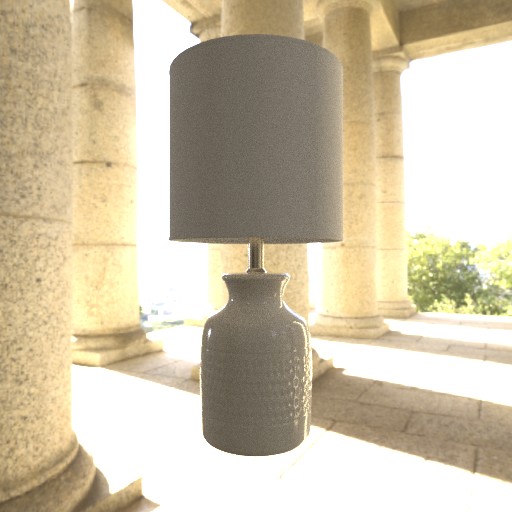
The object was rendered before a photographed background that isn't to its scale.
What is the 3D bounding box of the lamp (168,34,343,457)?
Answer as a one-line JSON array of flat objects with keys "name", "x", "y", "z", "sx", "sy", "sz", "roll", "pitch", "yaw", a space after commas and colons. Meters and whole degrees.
[{"name": "lamp", "x": 0.000, "y": 0.000, "z": 0.485, "sx": 0.188, "sy": 0.392, "sz": 0.188, "roll": 0, "pitch": 0, "yaw": -1}]
